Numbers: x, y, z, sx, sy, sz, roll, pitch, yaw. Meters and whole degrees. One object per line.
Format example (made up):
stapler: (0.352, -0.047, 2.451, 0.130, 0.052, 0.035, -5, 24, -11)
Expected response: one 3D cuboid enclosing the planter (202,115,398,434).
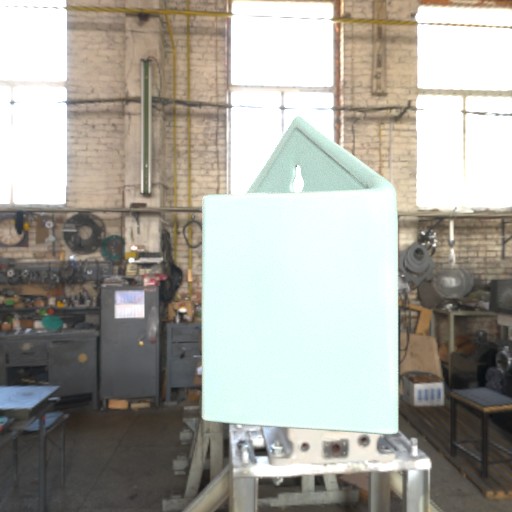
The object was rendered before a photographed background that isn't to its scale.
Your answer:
planter: (0.000, 0.000, 0.289, 0.079, 0.197, 0.164, 0, 0, -37)
